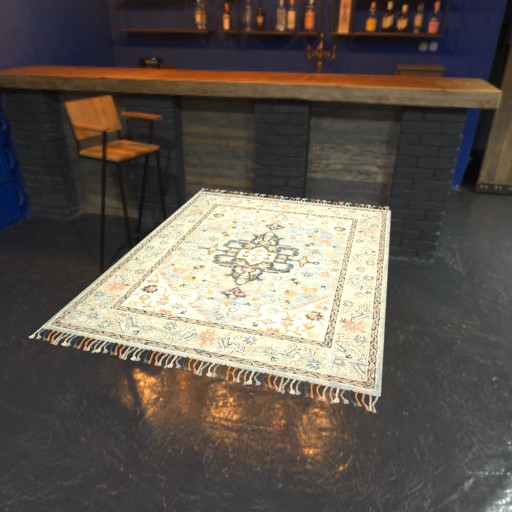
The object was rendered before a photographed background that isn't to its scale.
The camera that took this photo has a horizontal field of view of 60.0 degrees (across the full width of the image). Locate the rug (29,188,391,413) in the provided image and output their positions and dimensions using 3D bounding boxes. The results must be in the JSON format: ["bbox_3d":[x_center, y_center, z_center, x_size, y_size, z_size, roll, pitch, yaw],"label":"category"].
[{"bbox_3d":[0.000,0.000,2.226,1.278,0.009,1.730,8,29,14],"label":"rug"}]
